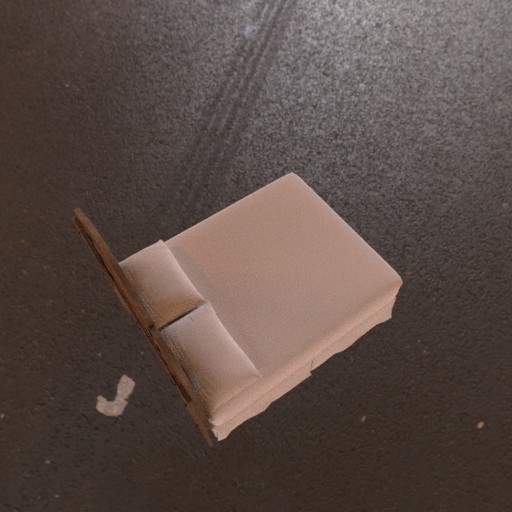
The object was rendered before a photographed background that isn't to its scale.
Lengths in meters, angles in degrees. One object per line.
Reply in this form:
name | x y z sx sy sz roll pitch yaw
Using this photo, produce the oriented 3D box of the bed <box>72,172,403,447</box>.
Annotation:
bed | 0.000 0.000 3.565 2.138 2.019 1.713 -31 63 -18
